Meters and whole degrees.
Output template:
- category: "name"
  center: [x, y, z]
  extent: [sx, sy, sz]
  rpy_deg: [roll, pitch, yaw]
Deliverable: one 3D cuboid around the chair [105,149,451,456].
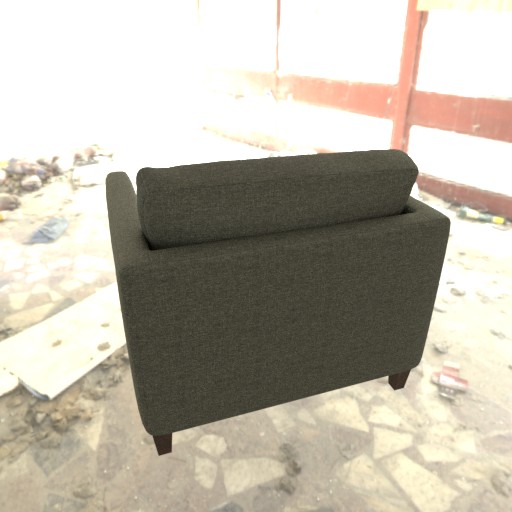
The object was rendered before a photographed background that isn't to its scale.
- category: "chair"
  center: [0.000, 0.000, 1.828]
  extent: [1.107, 0.963, 0.959]
  rpy_deg: [-9, 29, -17]
